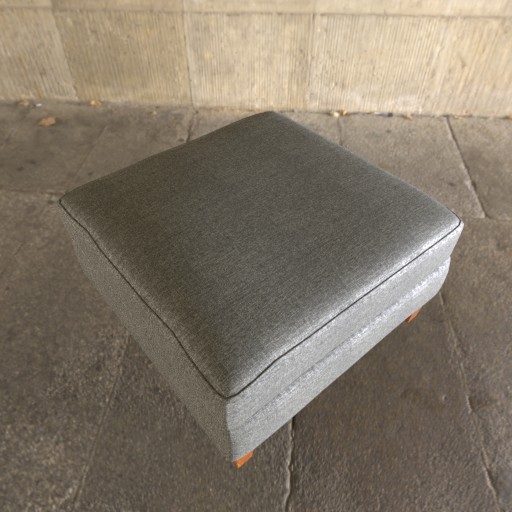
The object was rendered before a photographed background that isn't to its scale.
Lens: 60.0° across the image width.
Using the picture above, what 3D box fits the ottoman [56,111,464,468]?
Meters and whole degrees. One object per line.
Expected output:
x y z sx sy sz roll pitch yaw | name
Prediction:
0.000 0.000 1.350 0.838 0.481 0.838 -31 53 -27 | ottoman
